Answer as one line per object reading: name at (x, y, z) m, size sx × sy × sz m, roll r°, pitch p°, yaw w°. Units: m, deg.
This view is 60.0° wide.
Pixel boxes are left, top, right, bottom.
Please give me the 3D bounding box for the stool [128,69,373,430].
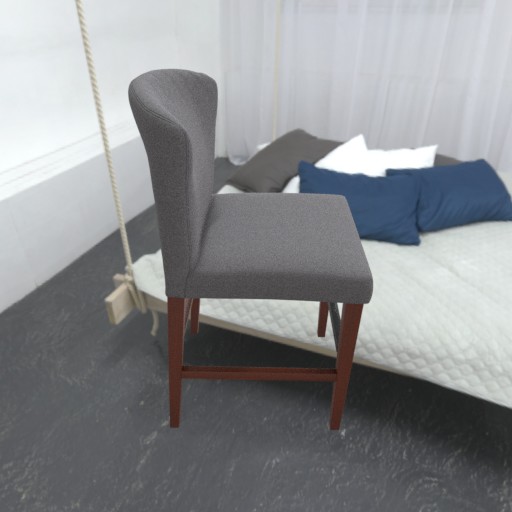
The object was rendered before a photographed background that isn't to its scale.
stool at (0.000, 0.000, 1.268) m, size 0.568 × 0.968 × 0.481 m, roll 1°, pitch 33°, yaw 1°
